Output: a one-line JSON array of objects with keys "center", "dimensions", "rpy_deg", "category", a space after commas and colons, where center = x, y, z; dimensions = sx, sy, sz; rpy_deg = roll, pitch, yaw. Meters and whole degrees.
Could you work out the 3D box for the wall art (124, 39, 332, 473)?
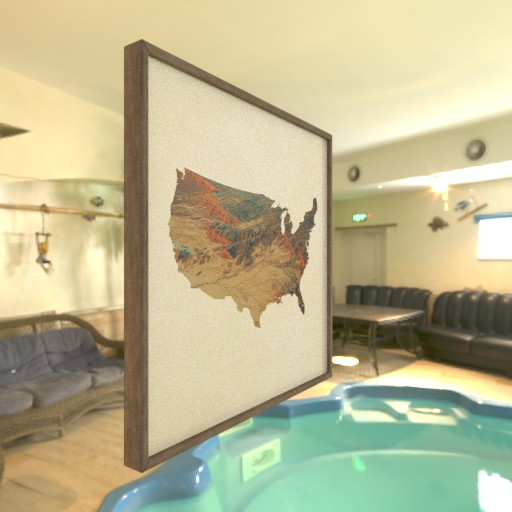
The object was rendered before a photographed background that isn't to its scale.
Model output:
[{"center": [0.000, 0.000, 1.084], "dimensions": [0.050, 0.751, 0.749], "rpy_deg": [0, 0, 35], "category": "wall art"}]
